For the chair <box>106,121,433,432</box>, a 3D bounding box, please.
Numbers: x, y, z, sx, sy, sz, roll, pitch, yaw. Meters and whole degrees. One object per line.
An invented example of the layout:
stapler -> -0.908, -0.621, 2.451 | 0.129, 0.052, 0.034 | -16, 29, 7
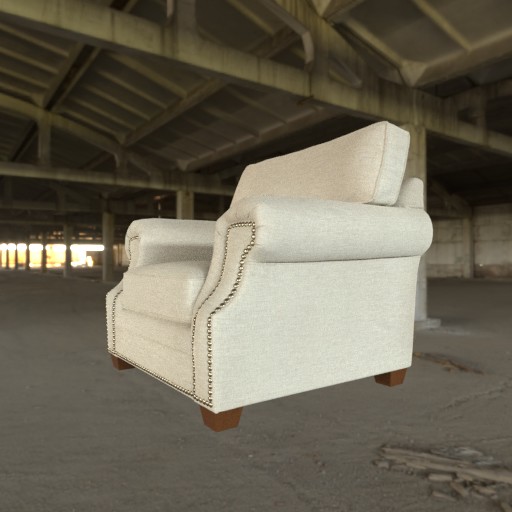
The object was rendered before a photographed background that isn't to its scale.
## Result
chair -> 0.000, 0.000, 1.817 | 0.965, 0.961, 1.092 | 0, 0, -35
